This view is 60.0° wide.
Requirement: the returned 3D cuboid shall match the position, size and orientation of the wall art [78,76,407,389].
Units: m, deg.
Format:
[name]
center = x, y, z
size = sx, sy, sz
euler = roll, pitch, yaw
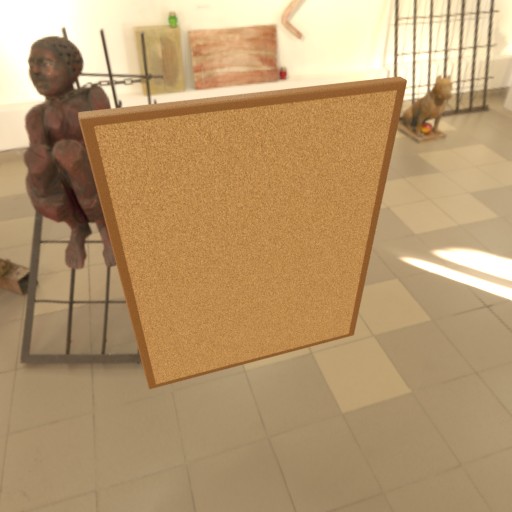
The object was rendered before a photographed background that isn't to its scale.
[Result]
[wall art]
center = 0.000, 0.000, 0.524
size = 0.310, 0.379, 0.015
euler = -12, 41, -14
